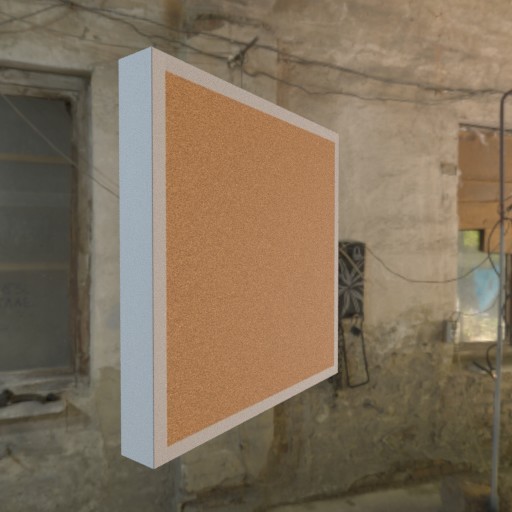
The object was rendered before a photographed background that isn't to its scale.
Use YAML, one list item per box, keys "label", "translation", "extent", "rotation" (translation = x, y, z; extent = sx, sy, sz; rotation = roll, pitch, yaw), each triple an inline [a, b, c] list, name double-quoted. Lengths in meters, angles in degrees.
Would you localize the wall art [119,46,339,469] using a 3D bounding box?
- label: "wall art"
  translation: [0.000, 0.000, 0.453]
  extent: [0.038, 0.305, 0.305]
  rotation: [1, 2, 36]
